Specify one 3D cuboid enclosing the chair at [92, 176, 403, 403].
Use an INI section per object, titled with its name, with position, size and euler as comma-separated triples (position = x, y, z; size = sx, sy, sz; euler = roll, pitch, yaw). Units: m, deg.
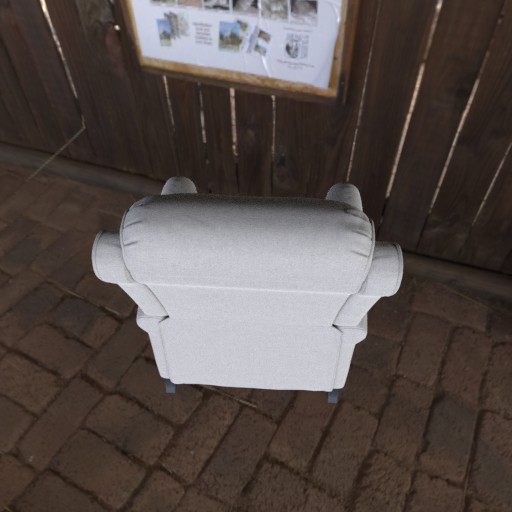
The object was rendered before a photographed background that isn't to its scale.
[chair]
position = 0.000, 0.000, 1.726
size = 0.859, 1.046, 0.919
euler = 3, 46, 3
